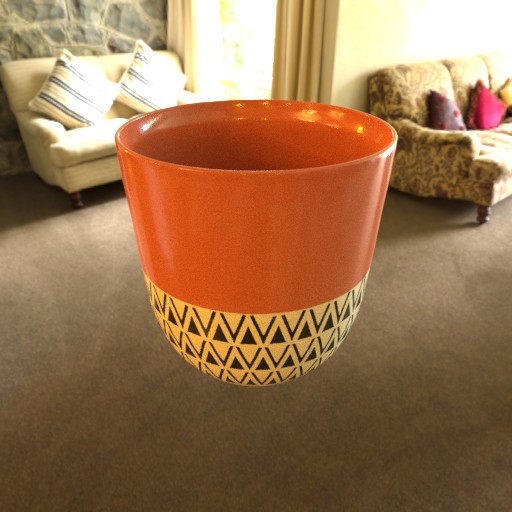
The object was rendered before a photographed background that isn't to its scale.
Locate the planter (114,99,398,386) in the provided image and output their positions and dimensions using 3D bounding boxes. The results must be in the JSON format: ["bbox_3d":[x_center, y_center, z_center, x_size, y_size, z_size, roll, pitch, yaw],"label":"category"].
[{"bbox_3d":[0.000,0.000,0.369,0.195,0.214,0.195,0,30,0],"label":"planter"}]
